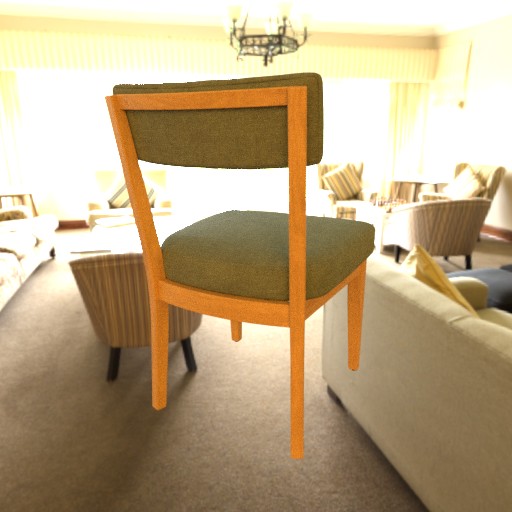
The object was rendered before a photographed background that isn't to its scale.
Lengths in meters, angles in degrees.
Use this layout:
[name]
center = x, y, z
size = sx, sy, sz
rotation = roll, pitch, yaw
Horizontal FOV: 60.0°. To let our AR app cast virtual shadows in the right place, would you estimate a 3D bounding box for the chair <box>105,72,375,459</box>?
[chair]
center = 0.000, 0.000, 1.168
size = 0.508, 0.832, 0.572
rotation = 8, 18, 26
